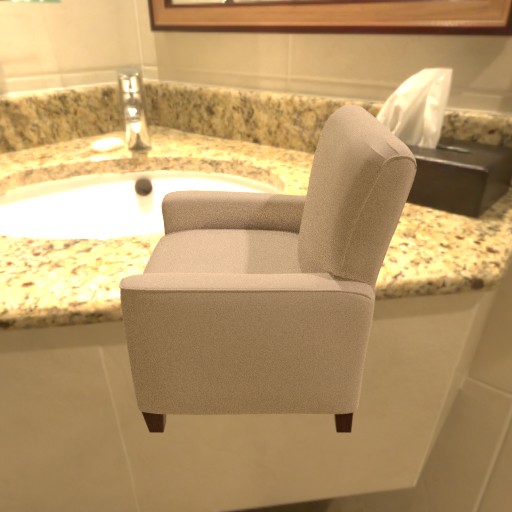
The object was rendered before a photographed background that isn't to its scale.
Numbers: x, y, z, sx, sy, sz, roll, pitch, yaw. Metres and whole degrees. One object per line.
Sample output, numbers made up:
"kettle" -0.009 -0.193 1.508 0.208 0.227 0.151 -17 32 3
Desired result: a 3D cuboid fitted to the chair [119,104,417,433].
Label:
"chair" 0.000 0.000 1.665 0.858 1.028 0.841 0 28 0
